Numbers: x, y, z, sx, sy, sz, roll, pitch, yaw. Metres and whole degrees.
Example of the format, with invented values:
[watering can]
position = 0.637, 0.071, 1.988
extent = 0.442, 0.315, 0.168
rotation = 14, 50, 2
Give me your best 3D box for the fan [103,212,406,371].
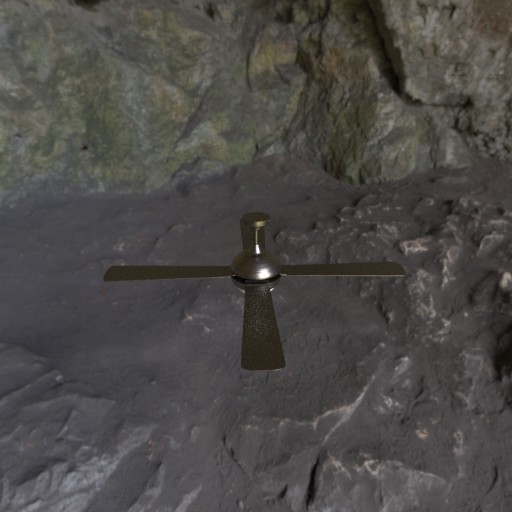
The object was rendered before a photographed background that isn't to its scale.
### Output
[fan]
position = 0.000, 0.000, 2.022
extent = 1.321, 0.381, 1.321
rotation = 8, 27, 17
